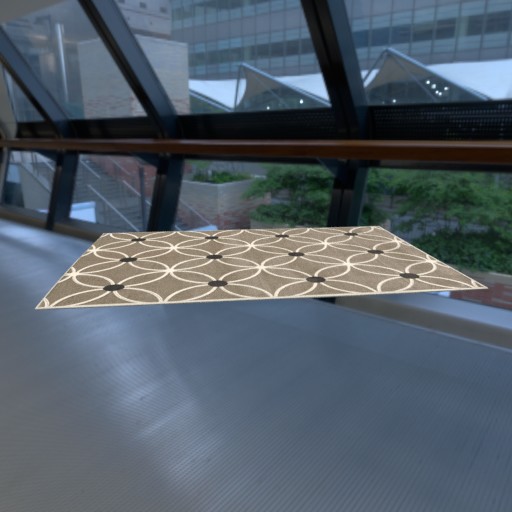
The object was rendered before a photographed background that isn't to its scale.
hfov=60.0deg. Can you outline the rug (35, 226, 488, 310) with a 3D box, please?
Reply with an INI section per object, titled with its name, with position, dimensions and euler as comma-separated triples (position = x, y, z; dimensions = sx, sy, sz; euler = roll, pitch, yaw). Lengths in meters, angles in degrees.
[rug]
position = 0.000, 0.000, 2.917
dimensions = 2.284, 0.008, 1.522
euler = -2, 17, -7
